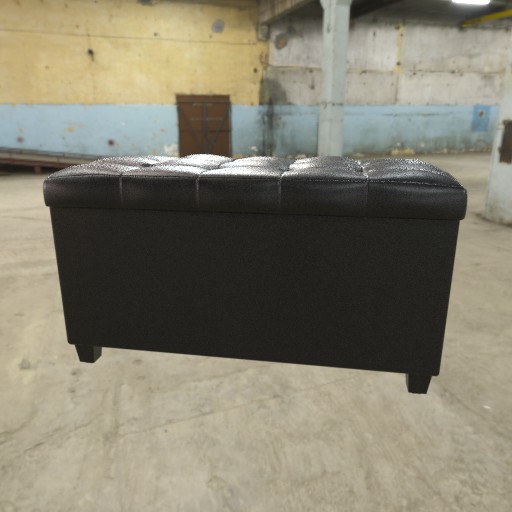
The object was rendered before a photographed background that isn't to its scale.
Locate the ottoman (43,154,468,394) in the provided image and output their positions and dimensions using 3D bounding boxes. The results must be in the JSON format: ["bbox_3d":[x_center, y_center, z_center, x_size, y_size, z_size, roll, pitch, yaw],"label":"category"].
[{"bbox_3d":[0.000,0.000,1.095,0.838,0.470,0.432,3,17,9],"label":"ottoman"}]
